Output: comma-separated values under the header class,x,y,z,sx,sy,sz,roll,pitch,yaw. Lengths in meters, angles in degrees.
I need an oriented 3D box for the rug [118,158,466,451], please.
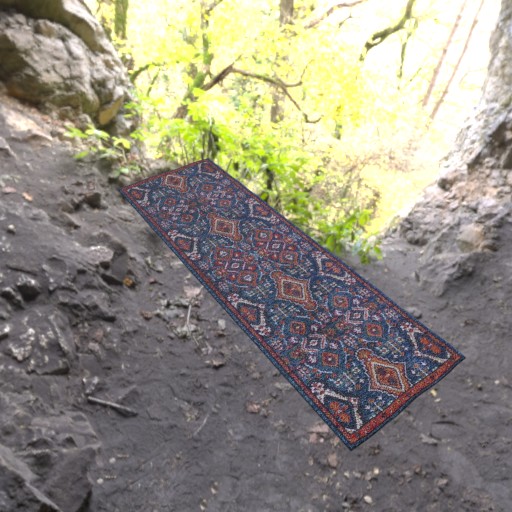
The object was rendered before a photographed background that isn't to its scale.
class,x,y,z,sx,sy,sz,roll,pitch,yaw
rug,0.000,0.000,2.758,0.801,0.010,2.459,-26,48,-26
